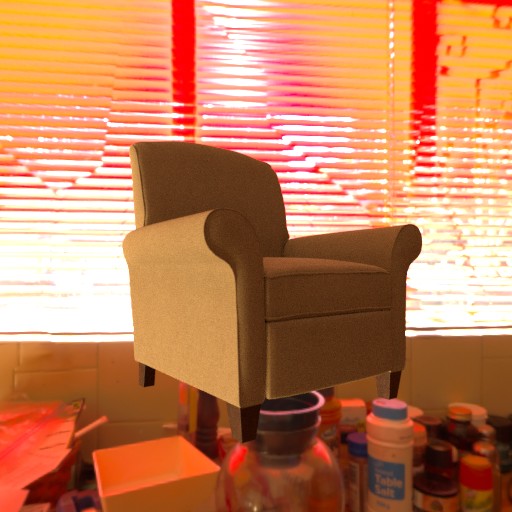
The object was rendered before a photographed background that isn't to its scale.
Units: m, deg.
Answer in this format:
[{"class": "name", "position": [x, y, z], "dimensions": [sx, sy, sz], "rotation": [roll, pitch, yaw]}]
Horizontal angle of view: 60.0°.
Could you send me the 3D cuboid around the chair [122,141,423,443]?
[{"class": "chair", "position": [0.000, 0.000, 1.781], "dimensions": [0.978, 1.061, 0.905], "rotation": [1, -1, -37]}]
